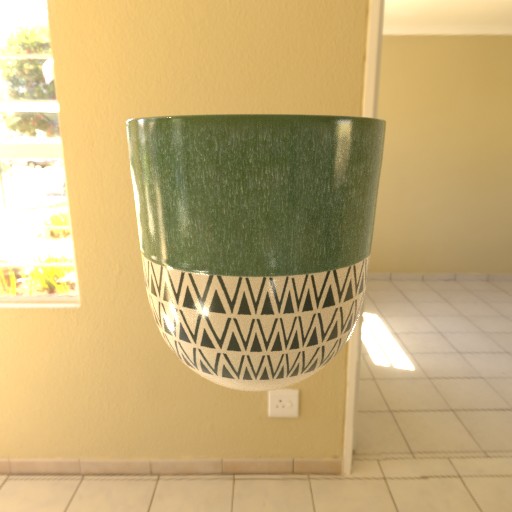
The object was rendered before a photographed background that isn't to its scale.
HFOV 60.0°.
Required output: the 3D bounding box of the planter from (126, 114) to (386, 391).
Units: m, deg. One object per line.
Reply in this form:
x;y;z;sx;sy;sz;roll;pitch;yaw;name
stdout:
0.000;0.000;0.370;0.195;0.214;0.195;0;14;0;planter
